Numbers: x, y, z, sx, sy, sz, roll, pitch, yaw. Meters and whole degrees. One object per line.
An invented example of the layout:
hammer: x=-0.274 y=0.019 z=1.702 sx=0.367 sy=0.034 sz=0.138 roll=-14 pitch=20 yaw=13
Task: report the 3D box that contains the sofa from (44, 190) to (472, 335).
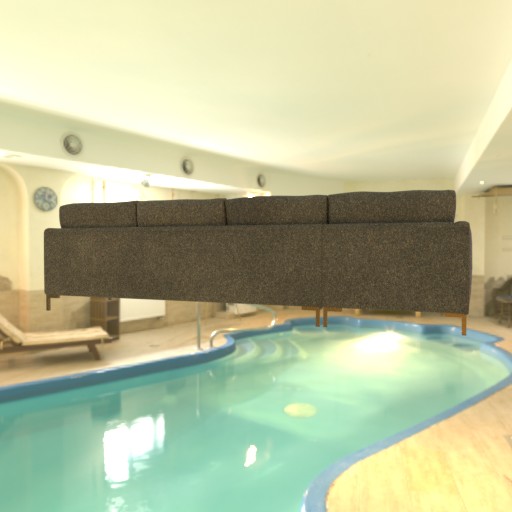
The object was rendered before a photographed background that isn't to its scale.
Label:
sofa: x=0.000 y=0.000 z=3.447 sx=2.932 sy=0.810 sz=1.350 roll=0 pitch=1 yaw=19
